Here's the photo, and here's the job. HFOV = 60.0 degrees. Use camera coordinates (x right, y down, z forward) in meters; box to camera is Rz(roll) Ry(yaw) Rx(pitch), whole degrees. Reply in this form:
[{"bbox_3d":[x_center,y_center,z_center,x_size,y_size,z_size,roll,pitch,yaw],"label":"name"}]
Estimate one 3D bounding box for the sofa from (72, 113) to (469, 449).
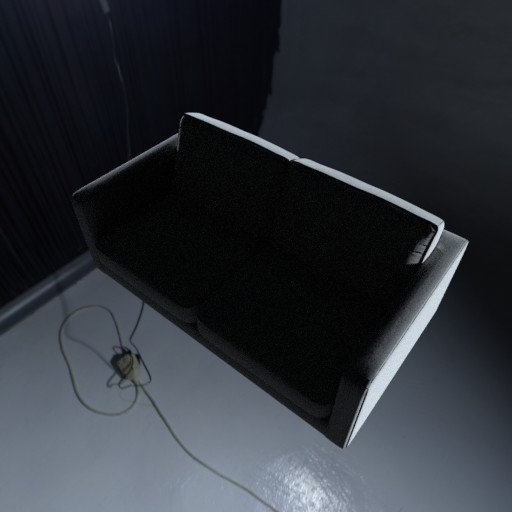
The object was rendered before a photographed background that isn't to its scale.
[{"bbox_3d":[0.000,0.000,2.338,1.731,0.900,1.000,30,53,26],"label":"sofa"}]
